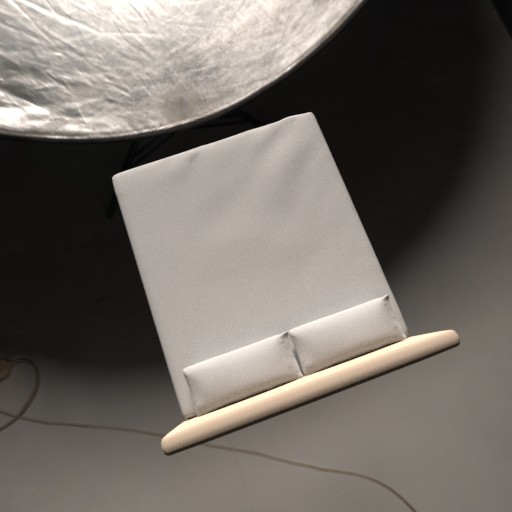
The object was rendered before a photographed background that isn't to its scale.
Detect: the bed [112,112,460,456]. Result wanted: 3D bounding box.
[{"bbox_3d":[0.000,0.000,3.362,1.884,1.330,2.142,-19,77,-5],"label":"bed"}]
